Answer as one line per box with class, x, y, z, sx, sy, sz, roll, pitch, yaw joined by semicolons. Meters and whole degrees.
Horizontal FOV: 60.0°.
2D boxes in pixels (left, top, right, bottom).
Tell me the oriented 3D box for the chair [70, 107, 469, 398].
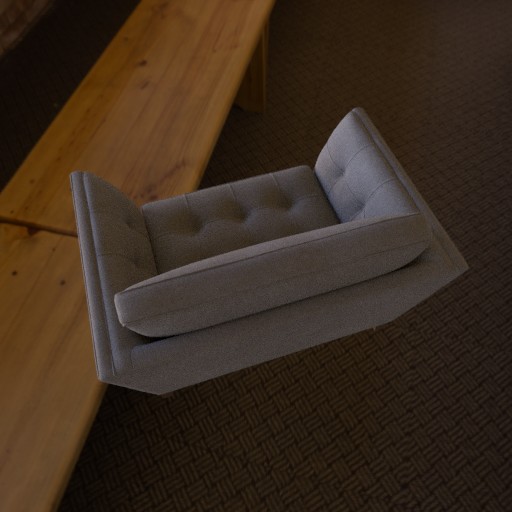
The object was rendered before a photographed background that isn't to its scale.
chair;0.000;0.000;2.055;1.396;0.942;0.965;-15;59;-10
